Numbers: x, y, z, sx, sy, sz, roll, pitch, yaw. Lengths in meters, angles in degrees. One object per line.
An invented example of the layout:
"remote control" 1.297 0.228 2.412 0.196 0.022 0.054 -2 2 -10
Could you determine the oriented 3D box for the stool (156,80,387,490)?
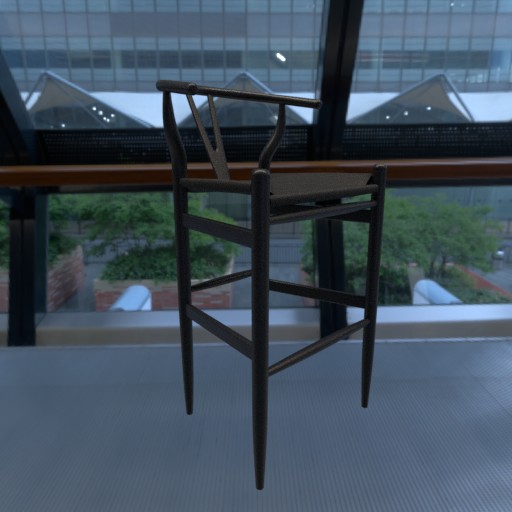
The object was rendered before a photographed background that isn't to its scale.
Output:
"stool" 0.000 0.000 1.407 0.579 1.072 0.569 13 18 43
